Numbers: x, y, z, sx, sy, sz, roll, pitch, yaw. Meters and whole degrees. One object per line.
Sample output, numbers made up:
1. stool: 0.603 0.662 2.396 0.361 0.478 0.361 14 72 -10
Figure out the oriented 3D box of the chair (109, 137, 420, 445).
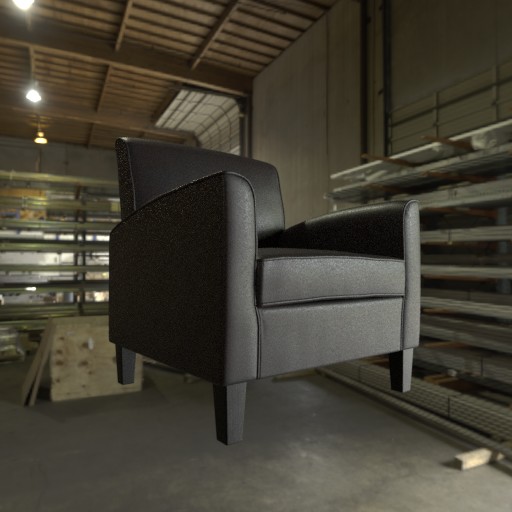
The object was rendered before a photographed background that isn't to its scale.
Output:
1. chair: 0.000 0.000 1.577 0.820 0.916 0.819 1 -1 -38
